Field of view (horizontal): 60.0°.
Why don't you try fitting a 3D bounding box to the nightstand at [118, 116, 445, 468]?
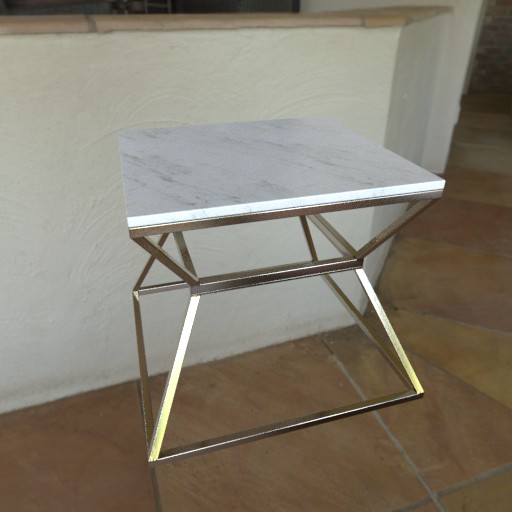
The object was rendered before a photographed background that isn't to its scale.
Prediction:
[{"bbox_3d":[0.000,0.000,0.888,0.513,0.426,0.514,-8,31,-14],"label":"nightstand"}]
